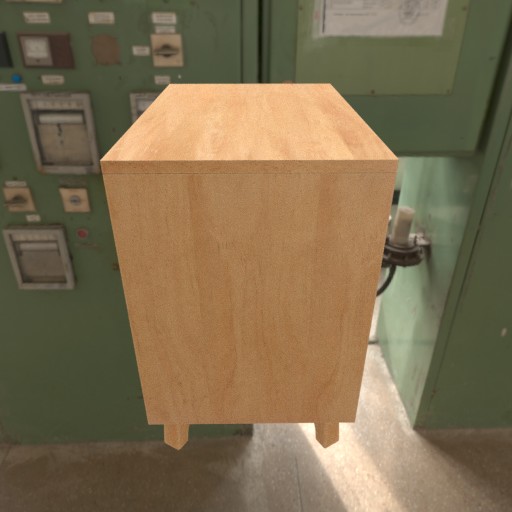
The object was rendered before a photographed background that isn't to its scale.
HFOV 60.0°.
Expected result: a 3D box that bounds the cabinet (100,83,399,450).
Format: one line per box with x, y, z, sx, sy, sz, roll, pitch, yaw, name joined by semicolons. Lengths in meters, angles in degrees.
0.000;0.000;0.939;0.394;0.599;0.551;0;30;-1;cabinet
